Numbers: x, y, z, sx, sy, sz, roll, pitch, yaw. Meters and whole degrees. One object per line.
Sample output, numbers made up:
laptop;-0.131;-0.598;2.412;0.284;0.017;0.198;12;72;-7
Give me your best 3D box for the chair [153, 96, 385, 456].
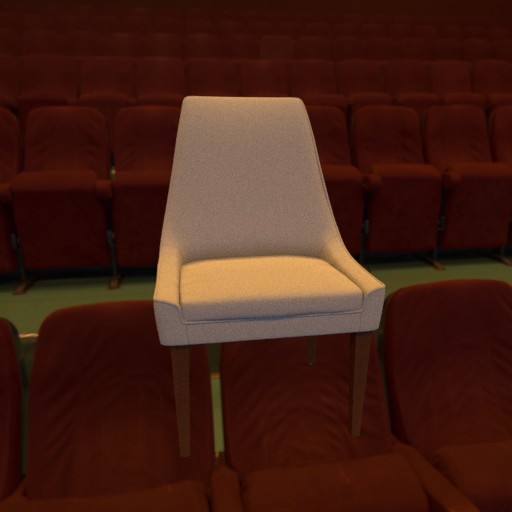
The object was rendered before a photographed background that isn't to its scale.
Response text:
chair;0.000;0.000;1.219;0.529;0.861;0.544;-3;16;-9
